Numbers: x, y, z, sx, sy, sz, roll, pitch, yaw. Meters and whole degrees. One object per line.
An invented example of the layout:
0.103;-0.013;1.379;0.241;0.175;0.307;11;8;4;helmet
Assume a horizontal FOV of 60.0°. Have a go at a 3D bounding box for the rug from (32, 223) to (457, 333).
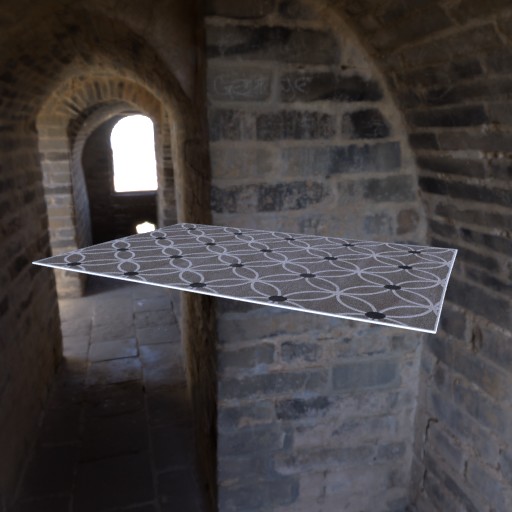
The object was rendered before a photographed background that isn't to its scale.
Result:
0.000;0.000;2.835;2.284;0.008;1.522;7;16;26;rug
